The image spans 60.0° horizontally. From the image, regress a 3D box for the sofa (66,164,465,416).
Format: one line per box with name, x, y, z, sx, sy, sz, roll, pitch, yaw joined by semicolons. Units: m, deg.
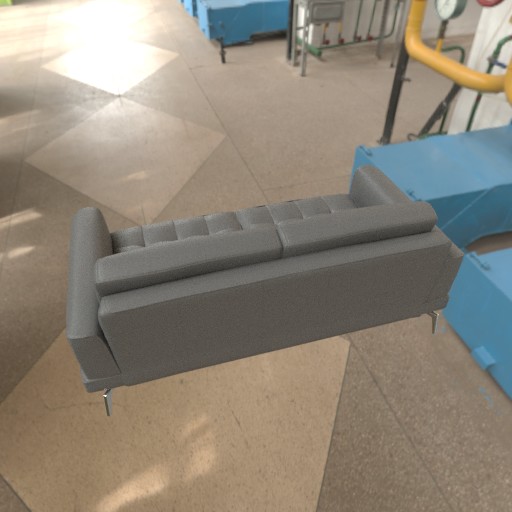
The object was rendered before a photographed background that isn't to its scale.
sofa;0.000;0.000;2.719;2.177;0.930;1.121;-11;42;-12
